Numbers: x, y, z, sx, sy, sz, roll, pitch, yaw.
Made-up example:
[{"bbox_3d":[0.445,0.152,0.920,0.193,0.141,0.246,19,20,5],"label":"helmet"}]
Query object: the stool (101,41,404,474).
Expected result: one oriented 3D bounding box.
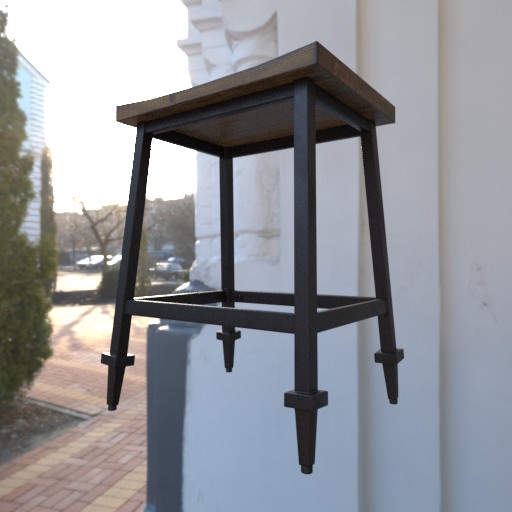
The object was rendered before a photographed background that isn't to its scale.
[{"bbox_3d":[0.000,0.000,0.922,0.486,0.625,0.405,0,0,36],"label":"stool"}]
